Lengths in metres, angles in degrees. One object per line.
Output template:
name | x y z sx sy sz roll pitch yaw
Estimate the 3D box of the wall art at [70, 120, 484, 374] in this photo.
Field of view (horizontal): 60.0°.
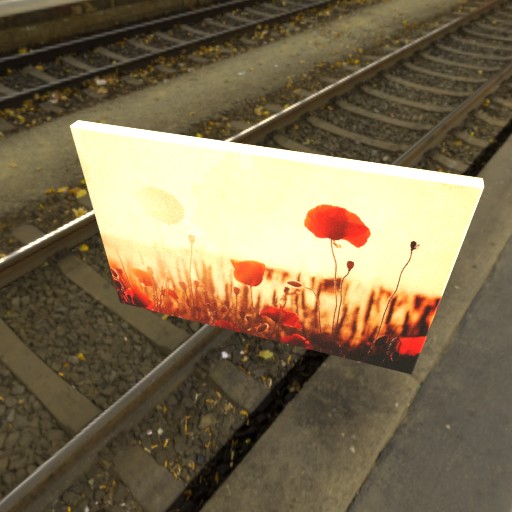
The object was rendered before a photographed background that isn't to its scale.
wall art | 0.000 0.000 1.152 0.918 0.602 0.038 11 42 13
